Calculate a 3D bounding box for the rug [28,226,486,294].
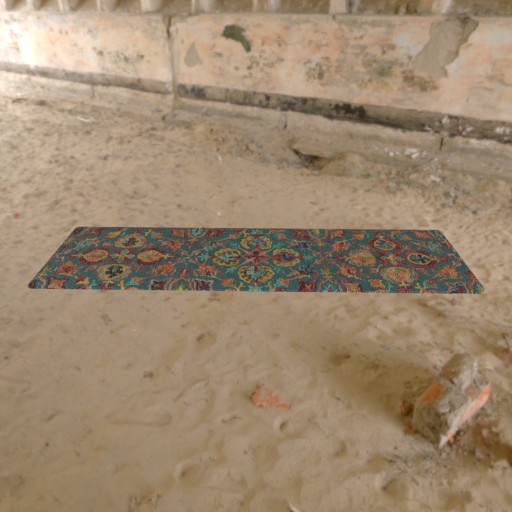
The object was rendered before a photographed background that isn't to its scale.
[{"bbox_3d":[0.000,0.000,2.489,2.286,0.013,0.686,1,30,1],"label":"rug"}]
